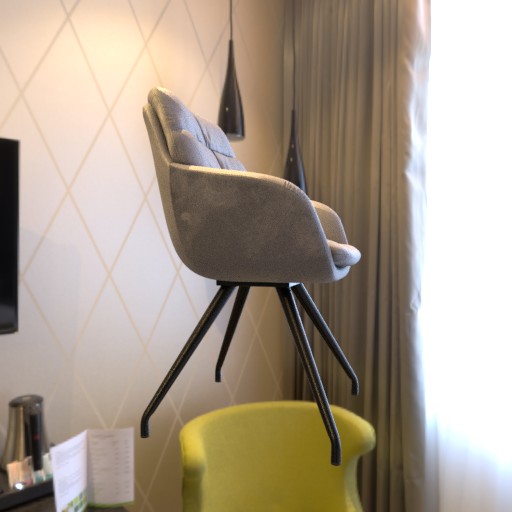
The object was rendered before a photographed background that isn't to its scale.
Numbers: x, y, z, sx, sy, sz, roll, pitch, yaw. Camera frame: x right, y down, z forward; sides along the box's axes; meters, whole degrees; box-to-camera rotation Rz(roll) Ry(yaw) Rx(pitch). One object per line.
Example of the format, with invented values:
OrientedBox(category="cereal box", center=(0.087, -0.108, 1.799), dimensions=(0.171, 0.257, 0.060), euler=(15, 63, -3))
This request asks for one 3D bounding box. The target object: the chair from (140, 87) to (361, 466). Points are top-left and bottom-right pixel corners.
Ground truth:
OrientedBox(category="chair", center=(0.000, 0.000, 1.255), dimensions=(0.569, 0.888, 0.579), euler=(0, 1, 17))
